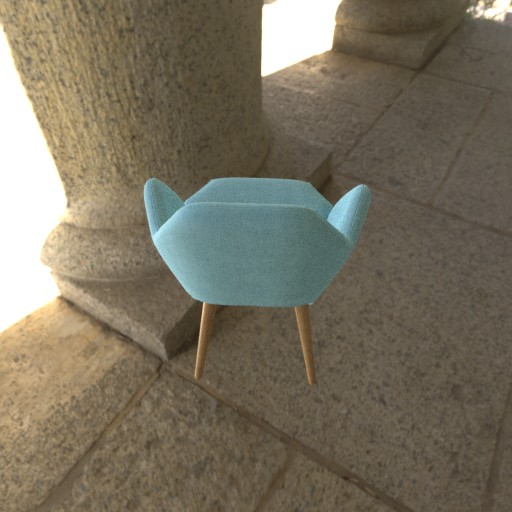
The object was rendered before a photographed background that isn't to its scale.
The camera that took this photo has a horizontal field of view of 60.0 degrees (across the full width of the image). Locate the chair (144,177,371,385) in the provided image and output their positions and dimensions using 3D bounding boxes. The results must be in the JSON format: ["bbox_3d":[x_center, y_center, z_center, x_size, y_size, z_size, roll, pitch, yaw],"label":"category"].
[{"bbox_3d":[0.000,0.000,1.277,0.590,0.840,0.610,2,47,2],"label":"chair"}]
